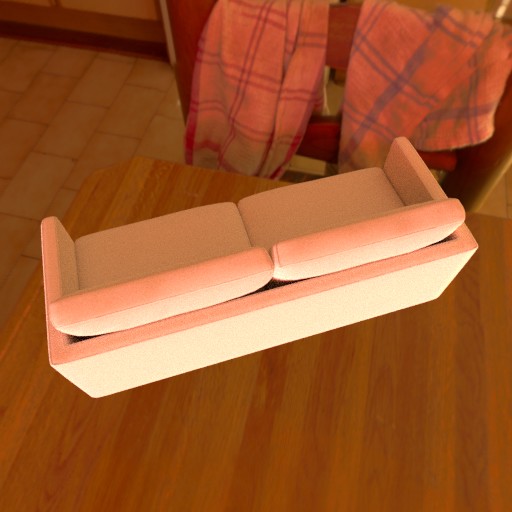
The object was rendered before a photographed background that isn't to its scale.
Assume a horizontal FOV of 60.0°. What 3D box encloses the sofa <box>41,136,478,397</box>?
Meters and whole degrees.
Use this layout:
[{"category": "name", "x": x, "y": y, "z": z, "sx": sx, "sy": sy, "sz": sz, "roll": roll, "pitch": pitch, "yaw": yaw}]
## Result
[{"category": "sofa", "x": 0.000, "y": 0.000, "z": 2.753, "sx": 2.361, "sy": 0.962, "sz": 0.951, "roll": -15, "pitch": 60, "yaw": -9}]
